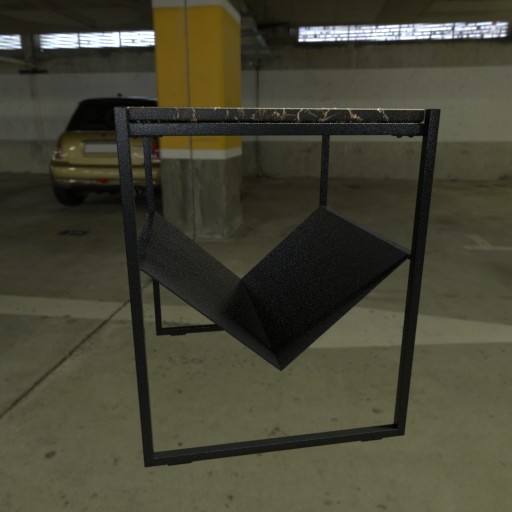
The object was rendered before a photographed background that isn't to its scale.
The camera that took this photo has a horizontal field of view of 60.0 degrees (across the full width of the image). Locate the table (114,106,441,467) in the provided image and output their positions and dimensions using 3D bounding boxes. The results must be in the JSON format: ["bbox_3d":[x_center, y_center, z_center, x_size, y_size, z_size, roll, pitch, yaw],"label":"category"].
[{"bbox_3d":[0.000,0.000,0.866,0.432,0.534,0.469,-3,17,-9],"label":"table"}]
